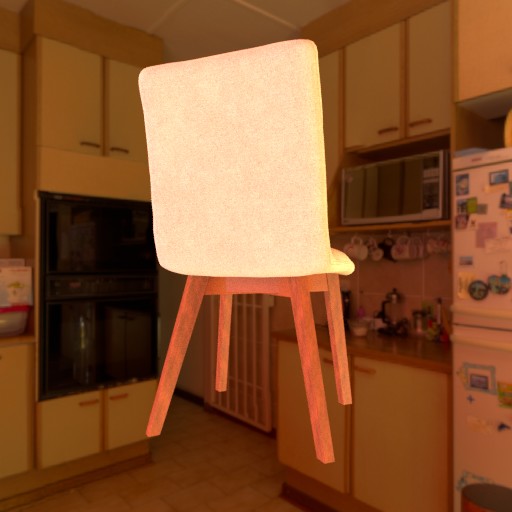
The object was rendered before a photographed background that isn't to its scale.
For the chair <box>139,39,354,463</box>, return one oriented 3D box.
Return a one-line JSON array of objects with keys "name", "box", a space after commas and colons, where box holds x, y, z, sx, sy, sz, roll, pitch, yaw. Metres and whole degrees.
[{"name": "chair", "box": [0.000, 0.000, 1.299, 0.522, 0.974, 0.563, 0, -1, 19]}]
